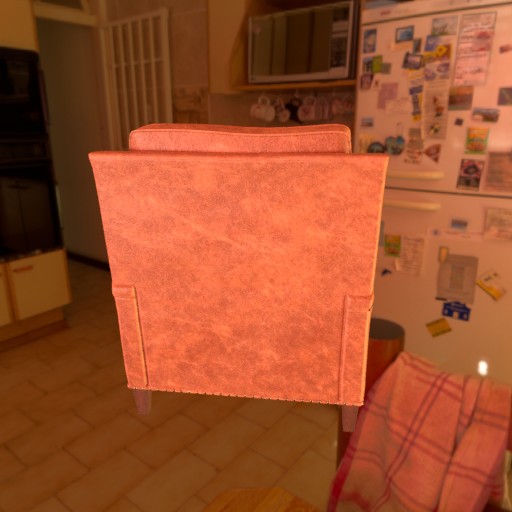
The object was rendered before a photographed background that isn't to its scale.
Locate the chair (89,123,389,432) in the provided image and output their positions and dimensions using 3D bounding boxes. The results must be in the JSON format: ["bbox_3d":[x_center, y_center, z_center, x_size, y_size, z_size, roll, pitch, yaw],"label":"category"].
[{"bbox_3d":[0.000,0.000,1.839,0.854,1.054,1.035,2,17,7],"label":"chair"}]
